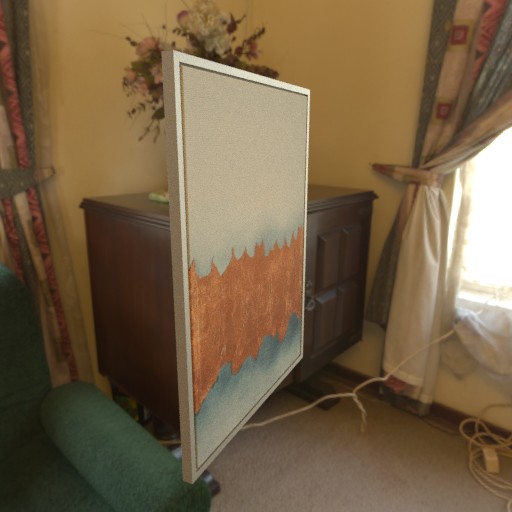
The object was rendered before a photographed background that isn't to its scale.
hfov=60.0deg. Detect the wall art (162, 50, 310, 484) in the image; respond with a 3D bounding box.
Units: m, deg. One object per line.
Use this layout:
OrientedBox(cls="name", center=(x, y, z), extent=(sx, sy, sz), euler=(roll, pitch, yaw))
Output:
OrientedBox(cls="wall art", center=(0.000, 0.000, 1.371), extent=(0.034, 1.042, 0.789), euler=(7, 16, 26))
